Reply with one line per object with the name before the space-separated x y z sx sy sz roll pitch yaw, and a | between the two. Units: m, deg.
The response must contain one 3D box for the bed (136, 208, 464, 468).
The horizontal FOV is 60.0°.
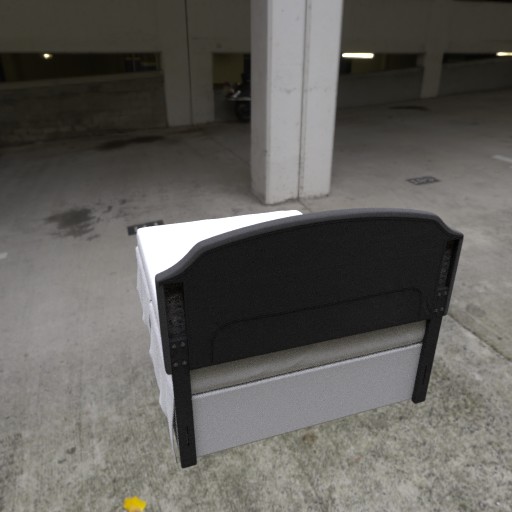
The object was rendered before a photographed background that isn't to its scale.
bed | 0.000 0.000 3.027 1.558 1.270 1.999 -8 26 -17
